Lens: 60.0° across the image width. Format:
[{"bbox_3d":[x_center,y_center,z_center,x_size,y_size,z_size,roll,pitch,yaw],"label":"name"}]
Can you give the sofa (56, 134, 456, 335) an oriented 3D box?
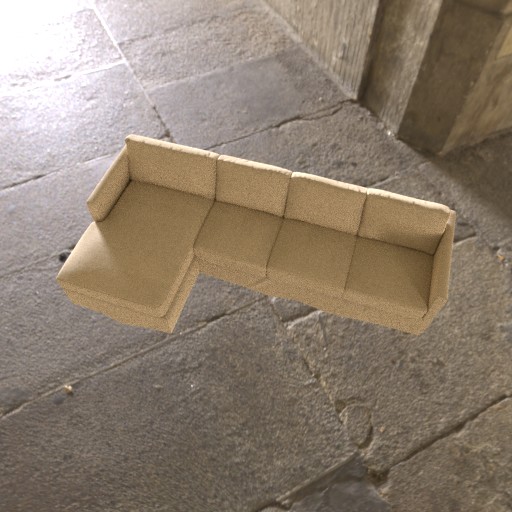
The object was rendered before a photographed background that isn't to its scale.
[{"bbox_3d":[0.000,0.000,3.977,3.205,0.922,1.650,15,58,10],"label":"sofa"}]
